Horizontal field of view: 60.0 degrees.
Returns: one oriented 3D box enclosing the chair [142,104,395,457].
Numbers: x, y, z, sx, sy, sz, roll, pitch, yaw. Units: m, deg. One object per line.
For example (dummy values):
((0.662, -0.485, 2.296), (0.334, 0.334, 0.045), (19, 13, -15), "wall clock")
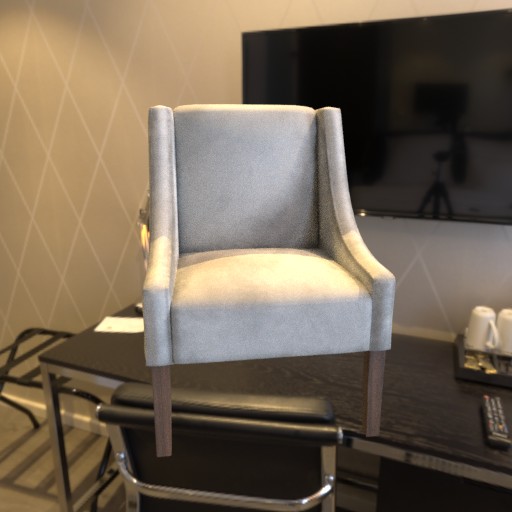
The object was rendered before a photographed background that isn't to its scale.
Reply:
((0.000, 0.000, 1.336), (0.629, 0.895, 0.629), (-2, 15, -8), "chair")
